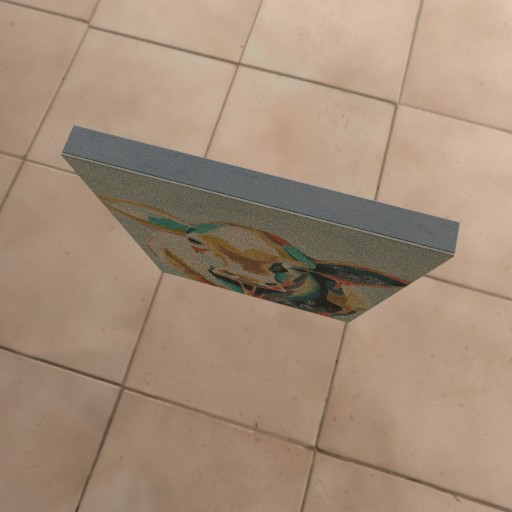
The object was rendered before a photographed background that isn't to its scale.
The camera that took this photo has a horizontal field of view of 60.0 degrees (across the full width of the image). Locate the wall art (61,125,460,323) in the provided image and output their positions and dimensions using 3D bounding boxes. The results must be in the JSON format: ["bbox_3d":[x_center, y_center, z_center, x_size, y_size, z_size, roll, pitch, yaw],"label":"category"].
[{"bbox_3d":[0.000,0.000,0.692,0.409,0.509,0.037,15,75,4],"label":"wall art"}]
